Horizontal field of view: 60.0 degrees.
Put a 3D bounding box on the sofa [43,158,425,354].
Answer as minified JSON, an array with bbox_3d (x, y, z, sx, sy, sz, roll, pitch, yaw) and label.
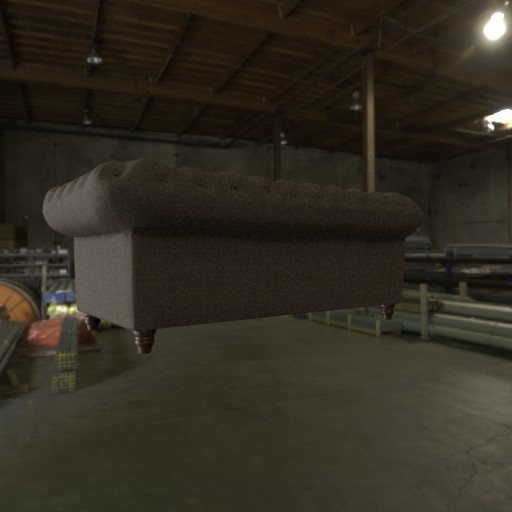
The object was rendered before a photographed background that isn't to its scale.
[{"bbox_3d":[0.000,0.000,2.500,2.048,0.780,0.944,0,0,-37],"label":"sofa"}]
